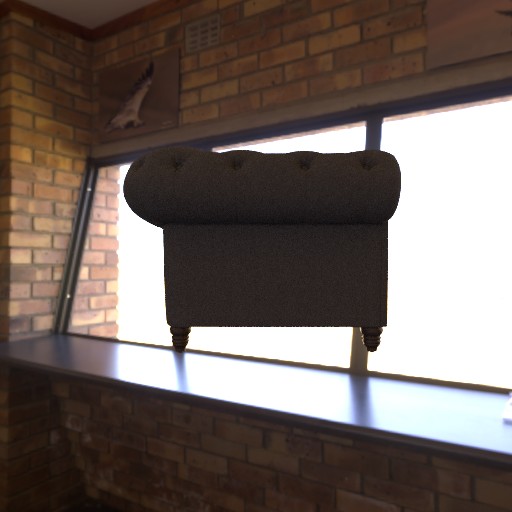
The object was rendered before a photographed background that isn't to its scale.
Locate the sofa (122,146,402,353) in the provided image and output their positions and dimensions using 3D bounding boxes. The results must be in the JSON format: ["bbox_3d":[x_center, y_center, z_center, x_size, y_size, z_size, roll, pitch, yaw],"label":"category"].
[{"bbox_3d":[0.000,0.000,2.439,0.986,0.764,1.998,0,-2,0],"label":"sofa"}]
